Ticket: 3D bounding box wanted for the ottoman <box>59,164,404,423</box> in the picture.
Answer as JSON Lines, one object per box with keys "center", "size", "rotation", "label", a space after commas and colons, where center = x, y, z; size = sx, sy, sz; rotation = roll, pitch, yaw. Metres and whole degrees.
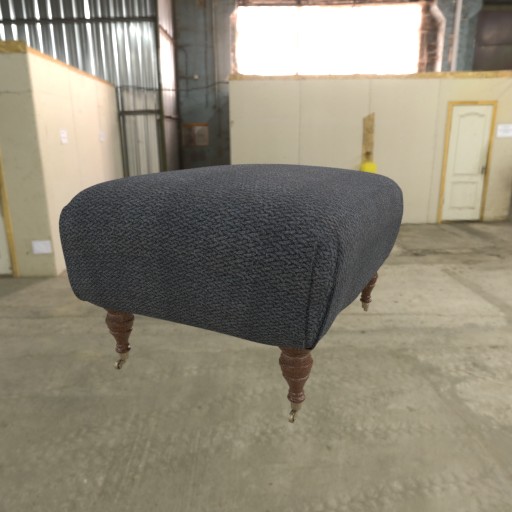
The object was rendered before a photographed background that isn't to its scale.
{"center": [0.000, 0.000, 1.136], "size": [0.622, 0.450, 0.747], "rotation": [8, 18, 26], "label": "ottoman"}
